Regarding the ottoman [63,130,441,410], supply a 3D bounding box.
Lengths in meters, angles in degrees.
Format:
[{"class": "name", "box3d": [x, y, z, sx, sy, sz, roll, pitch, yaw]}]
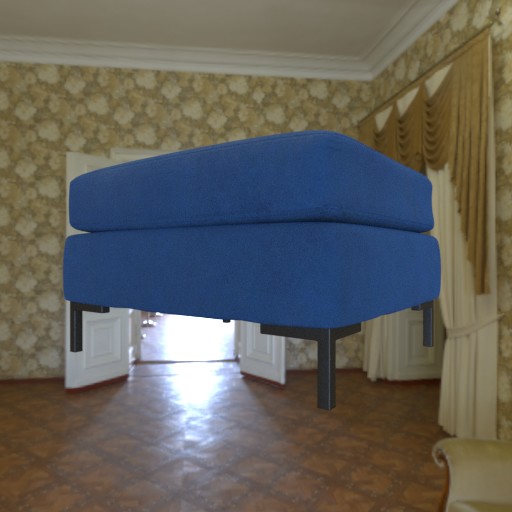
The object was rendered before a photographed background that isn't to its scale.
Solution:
[{"class": "ottoman", "box3d": [0.000, 0.000, 1.163, 0.794, 0.485, 0.655, 0, 0, 36]}]
